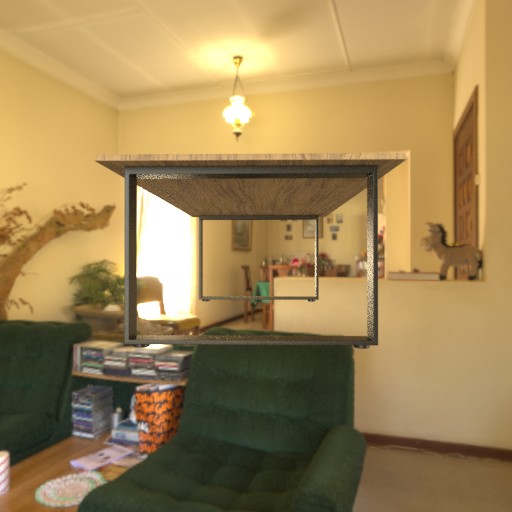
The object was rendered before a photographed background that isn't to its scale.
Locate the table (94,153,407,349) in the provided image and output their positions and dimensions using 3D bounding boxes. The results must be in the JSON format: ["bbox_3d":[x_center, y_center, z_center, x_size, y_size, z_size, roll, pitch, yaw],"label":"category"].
[{"bbox_3d":[0.000,0.000,1.644,0.693,0.445,1.331,0,0,1],"label":"table"}]
